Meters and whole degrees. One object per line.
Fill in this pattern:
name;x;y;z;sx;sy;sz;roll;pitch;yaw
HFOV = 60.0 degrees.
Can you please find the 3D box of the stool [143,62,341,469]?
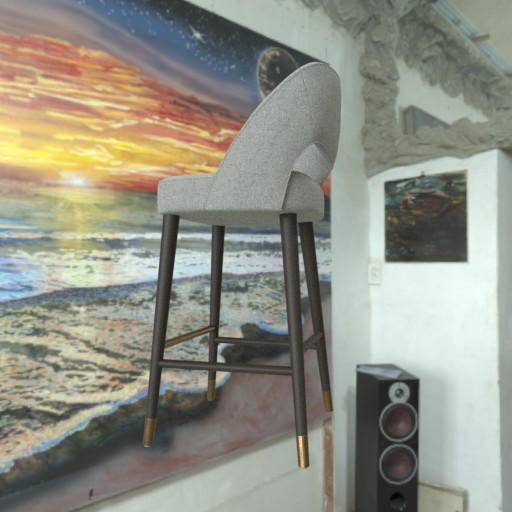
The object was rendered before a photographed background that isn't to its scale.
stool;0.000;0.000;1.348;0.509;1.037;0.494;0;-1;18
